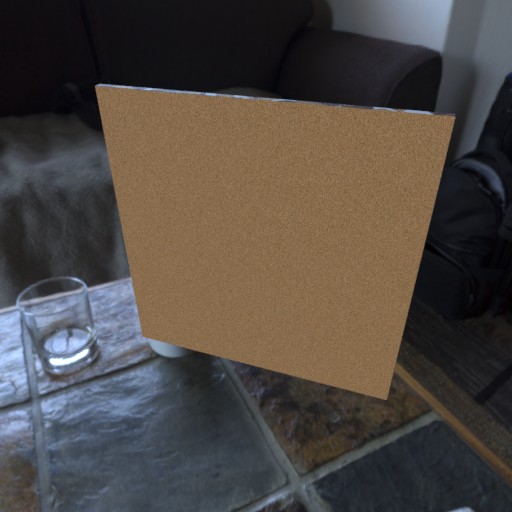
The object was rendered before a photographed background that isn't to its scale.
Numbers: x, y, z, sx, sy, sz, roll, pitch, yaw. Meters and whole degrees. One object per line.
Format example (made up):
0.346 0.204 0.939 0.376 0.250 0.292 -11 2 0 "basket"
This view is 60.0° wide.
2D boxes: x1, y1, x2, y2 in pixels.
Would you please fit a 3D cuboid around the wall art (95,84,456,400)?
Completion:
0.000 0.000 0.589 0.404 0.406 0.010 11 35 16 "wall art"
